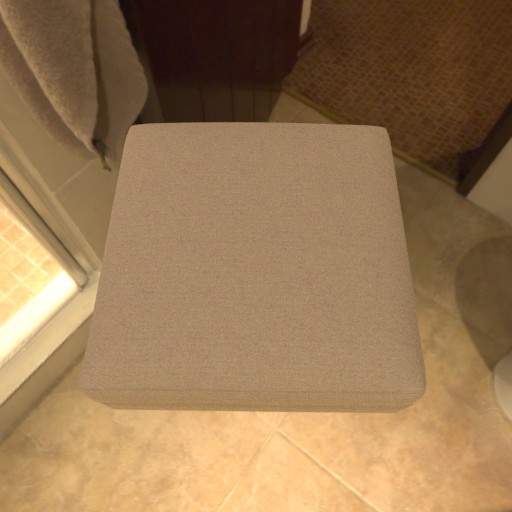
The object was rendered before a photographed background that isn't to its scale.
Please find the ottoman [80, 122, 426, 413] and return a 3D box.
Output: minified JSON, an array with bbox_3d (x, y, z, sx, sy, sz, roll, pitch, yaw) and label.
[{"bbox_3d":[0.000,0.000,1.605,1.041,0.470,1.041,1,64,0],"label":"ottoman"}]
